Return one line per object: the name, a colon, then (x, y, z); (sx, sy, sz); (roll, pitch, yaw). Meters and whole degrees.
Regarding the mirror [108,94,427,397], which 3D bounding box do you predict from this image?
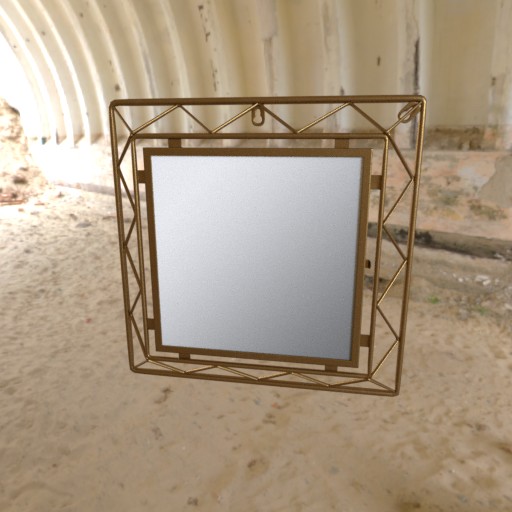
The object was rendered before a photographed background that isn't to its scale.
mirror: (0.000, 0.000, 0.606); (0.416, 0.414, 0.046); (3, 15, 9)
